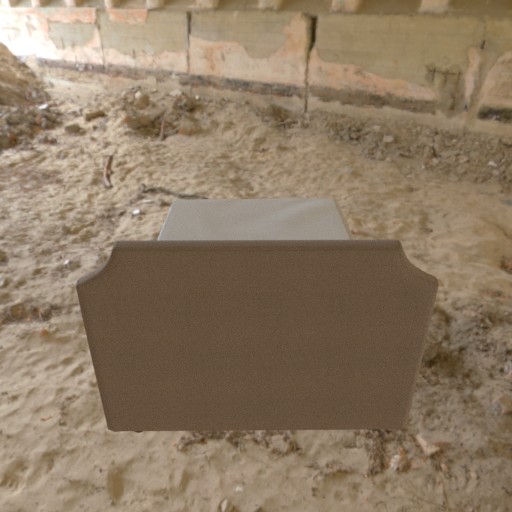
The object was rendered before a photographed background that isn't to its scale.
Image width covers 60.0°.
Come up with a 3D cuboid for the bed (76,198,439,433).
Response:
[{"bbox_3d":[0.000,0.000,3.329,1.828,1.303,2.164,0,29,0],"label":"bed"}]
